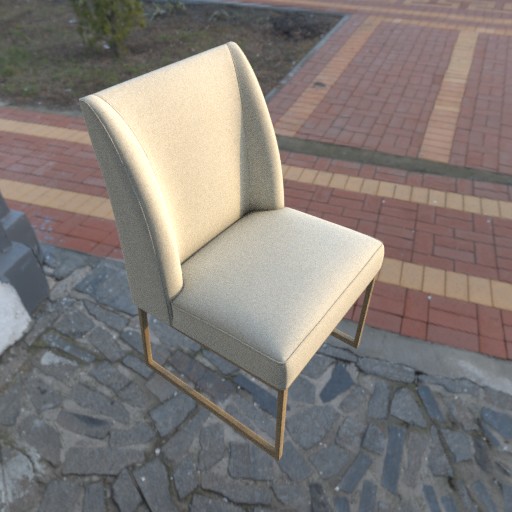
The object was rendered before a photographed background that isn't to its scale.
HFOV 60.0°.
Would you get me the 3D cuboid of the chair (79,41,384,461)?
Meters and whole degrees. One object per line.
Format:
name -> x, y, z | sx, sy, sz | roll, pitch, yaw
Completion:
chair -> 0.000, 0.000, 1.151 | 0.522, 0.863, 0.508 | 26, 48, 27
